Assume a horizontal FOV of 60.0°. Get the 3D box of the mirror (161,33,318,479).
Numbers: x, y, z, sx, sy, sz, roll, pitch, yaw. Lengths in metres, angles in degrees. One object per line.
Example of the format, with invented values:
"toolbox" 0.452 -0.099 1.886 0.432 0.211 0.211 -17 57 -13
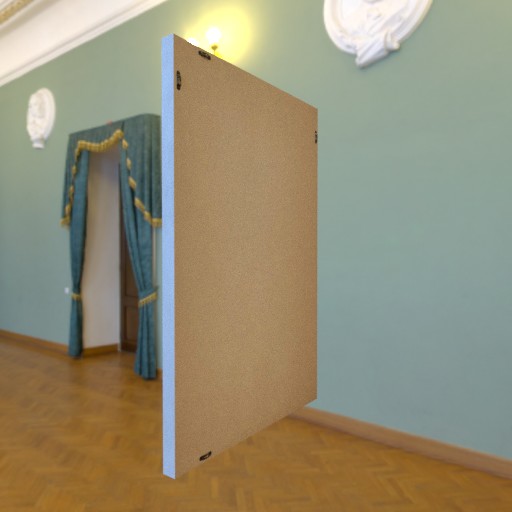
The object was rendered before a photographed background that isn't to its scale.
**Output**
"mirror" 0.000 0.000 1.163 0.041 0.915 0.609 1 1 36
